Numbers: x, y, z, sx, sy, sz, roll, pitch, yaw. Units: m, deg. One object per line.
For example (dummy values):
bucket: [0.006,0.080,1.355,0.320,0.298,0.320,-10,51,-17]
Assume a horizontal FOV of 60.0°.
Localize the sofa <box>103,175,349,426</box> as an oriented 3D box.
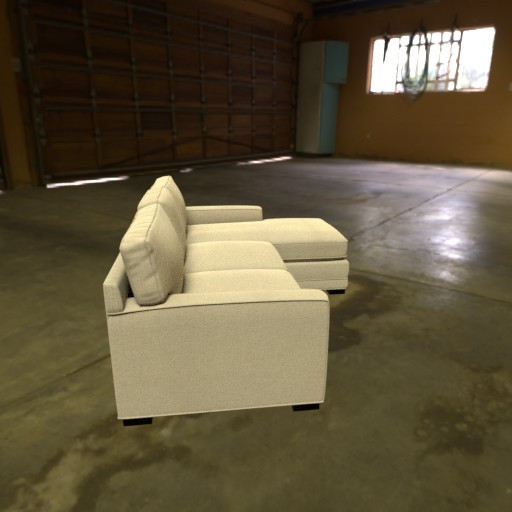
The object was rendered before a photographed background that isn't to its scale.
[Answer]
sofa: [0.000,0.000,2.876,1.496,0.861,2.087,-2,18,-7]
